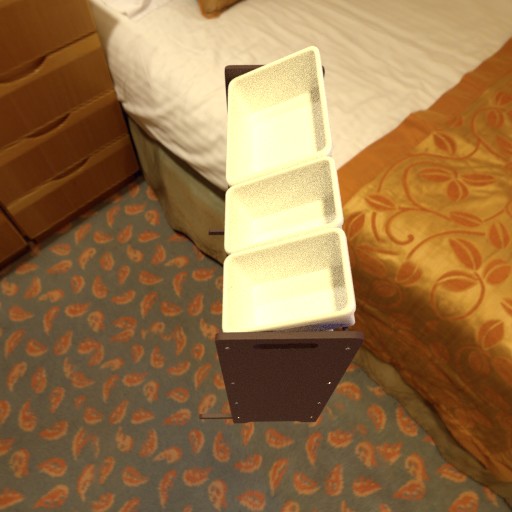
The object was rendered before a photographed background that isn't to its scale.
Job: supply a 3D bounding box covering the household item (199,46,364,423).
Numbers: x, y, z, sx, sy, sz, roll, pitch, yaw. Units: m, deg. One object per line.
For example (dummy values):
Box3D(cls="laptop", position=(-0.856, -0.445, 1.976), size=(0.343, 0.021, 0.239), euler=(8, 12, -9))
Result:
Box3D(cls="household item", position=(0.000, 0.000, 1.312), size=(0.389, 0.864, 0.787), euler=(-1, 59, 0))
